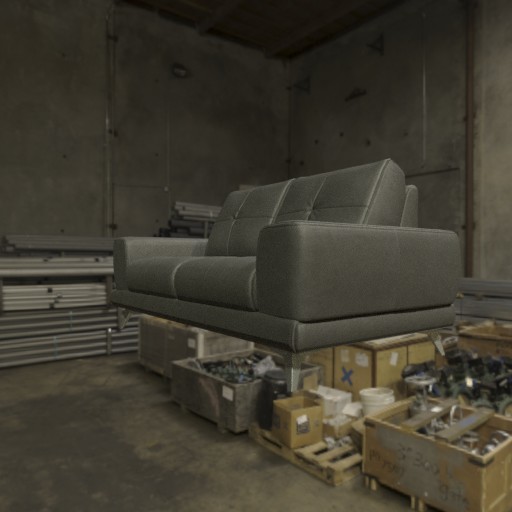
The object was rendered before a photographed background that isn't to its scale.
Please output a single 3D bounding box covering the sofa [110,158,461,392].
[{"bbox_3d":[0.000,0.000,2.401,1.018,0.907,1.806,0,0,-37],"label":"sofa"}]
